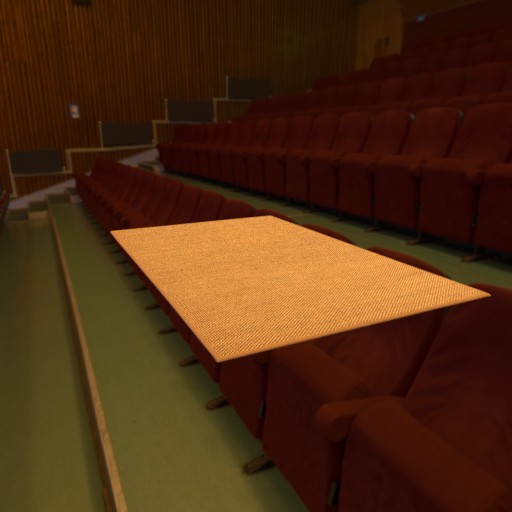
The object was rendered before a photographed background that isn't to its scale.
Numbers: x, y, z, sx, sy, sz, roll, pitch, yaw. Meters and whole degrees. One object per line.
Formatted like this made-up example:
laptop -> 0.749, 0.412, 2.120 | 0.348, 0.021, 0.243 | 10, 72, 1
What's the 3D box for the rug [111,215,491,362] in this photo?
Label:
rug -> 0.000, 0.000, 2.080 | 1.061, 0.012, 1.668 | -8, 18, -26
